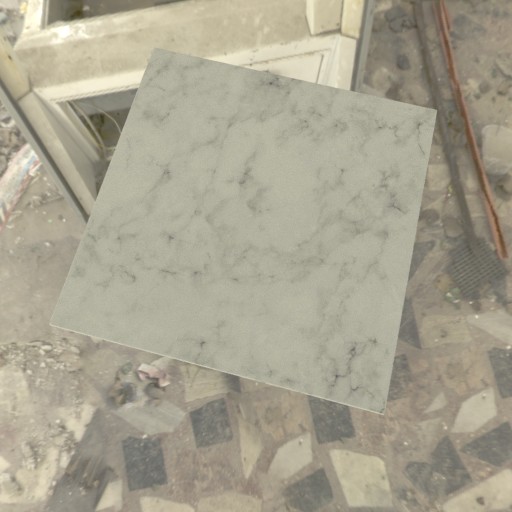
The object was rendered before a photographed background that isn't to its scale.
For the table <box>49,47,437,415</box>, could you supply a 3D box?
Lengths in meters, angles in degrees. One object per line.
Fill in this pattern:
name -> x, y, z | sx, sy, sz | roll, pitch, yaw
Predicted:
table -> 0.000, 0.000, 0.869 | 0.450, 0.500, 0.450 | 14, 75, 4
